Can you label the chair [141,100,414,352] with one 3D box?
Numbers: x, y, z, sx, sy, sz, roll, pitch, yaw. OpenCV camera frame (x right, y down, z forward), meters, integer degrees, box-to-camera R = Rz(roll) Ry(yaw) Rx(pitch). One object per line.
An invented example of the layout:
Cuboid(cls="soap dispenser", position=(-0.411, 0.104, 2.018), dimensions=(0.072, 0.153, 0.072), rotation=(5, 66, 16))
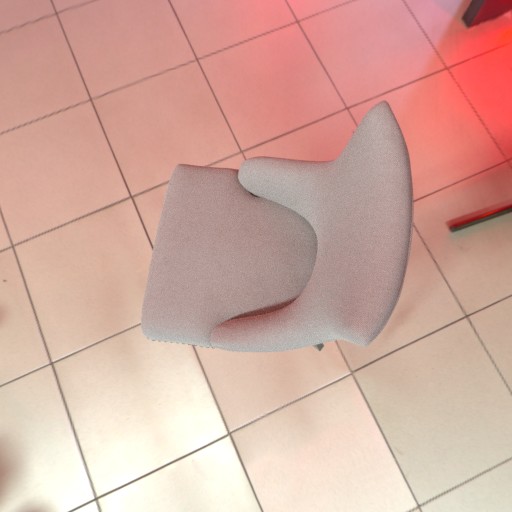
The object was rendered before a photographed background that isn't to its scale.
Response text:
Cuboid(cls="chair", position=(0.000, 0.000, 1.299), dimensions=(0.629, 0.909, 0.566), rotation=(8, 75, 2))
